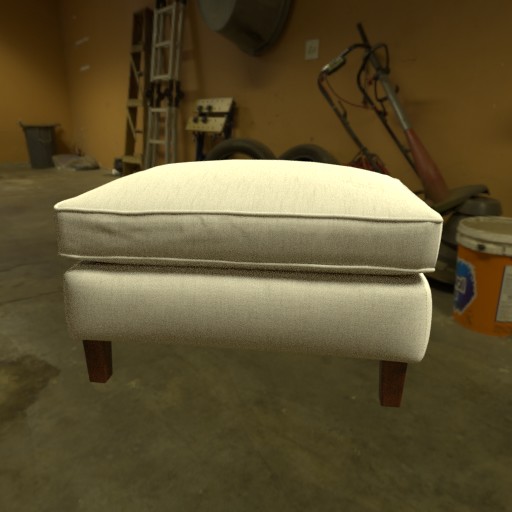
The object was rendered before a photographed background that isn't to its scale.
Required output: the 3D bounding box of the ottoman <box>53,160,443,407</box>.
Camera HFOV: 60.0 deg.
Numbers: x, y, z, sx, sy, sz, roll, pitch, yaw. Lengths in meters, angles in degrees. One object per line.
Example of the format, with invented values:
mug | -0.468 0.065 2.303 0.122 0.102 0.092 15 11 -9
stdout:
ottoman | 0.000 0.000 0.970 0.665 0.406 0.501 2 18 8
